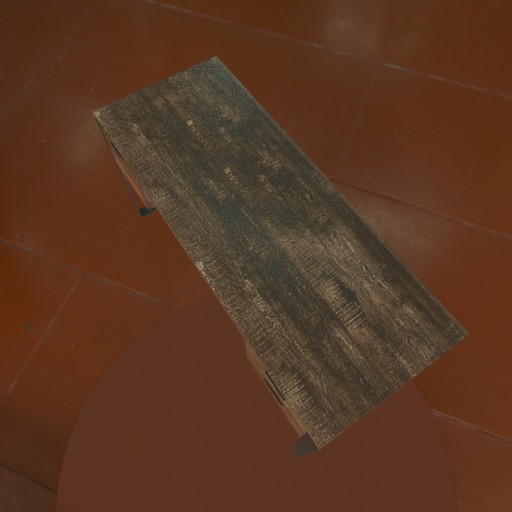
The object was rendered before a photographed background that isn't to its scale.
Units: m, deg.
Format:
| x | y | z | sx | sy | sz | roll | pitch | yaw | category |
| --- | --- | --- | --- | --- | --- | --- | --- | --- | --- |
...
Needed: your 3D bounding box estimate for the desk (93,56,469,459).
| x | y | z | sx | sy | sz | roll | pitch | yaw | category |
| --- | --- | --- | --- | --- | --- | --- | --- | --- | --- |
| 0.000 | 0.000 | 1.945 | 0.599 | 0.762 | 1.524 | -31 | 68 | -14 | desk |
